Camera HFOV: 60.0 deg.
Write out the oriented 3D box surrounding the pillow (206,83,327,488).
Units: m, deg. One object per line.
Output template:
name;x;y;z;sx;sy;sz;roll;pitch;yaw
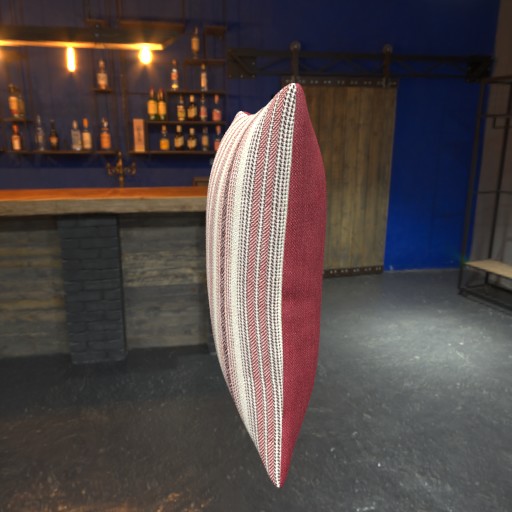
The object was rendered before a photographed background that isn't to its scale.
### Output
pillow;0.000;0.000;0.756;0.166;0.497;0.513;-2;15;-8
